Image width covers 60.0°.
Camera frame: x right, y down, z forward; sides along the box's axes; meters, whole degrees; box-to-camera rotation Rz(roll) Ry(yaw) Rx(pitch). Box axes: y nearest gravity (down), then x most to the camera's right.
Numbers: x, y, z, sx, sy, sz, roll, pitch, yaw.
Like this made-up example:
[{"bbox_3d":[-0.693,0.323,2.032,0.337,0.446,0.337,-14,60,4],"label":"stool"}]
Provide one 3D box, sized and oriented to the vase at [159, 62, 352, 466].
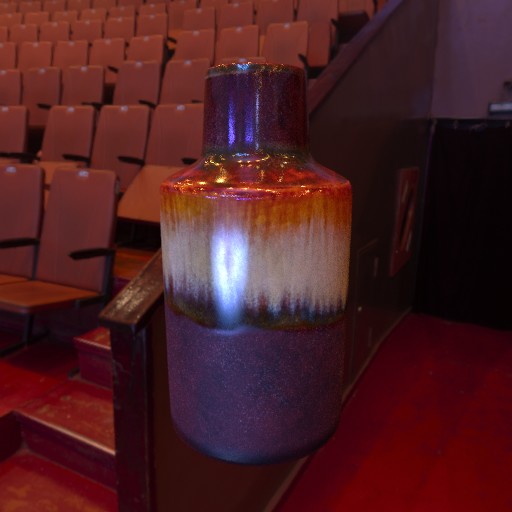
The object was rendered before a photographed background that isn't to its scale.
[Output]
[{"bbox_3d":[0.000,0.000,0.261,0.108,0.204,0.108,0,14,0],"label":"vase"}]
